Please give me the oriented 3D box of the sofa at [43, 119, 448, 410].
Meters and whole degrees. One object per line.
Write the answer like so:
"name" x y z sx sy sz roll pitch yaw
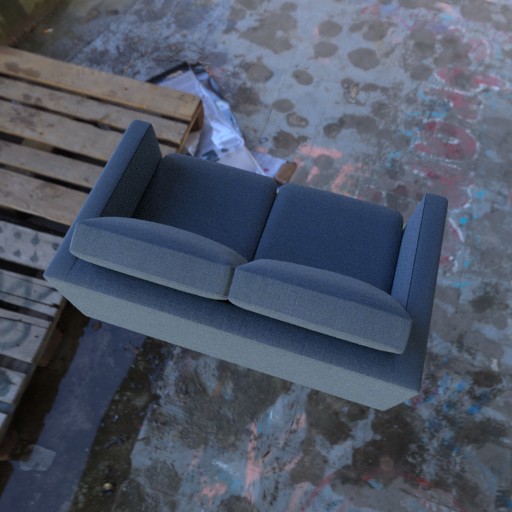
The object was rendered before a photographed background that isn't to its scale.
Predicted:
"sofa" 0.000 0.000 2.275 1.659 0.907 0.999 16 65 8
